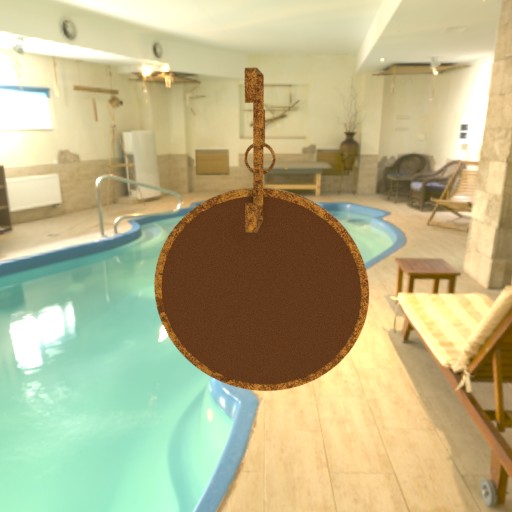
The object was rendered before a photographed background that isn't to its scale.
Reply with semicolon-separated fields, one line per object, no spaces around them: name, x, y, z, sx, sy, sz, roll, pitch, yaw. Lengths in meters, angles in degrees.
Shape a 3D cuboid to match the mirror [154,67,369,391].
mirror;0.000;0.000;0.845;0.447;0.651;0.144;2;16;7
